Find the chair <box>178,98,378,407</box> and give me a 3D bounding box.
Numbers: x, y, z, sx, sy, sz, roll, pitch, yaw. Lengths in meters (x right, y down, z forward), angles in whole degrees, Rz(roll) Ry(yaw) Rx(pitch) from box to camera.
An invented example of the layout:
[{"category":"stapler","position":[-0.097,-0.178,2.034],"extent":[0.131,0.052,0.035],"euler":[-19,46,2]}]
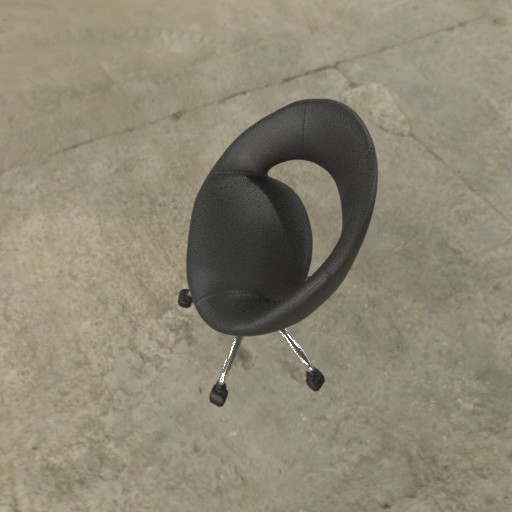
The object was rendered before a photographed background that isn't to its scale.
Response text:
[{"category":"chair","position":[0.000,0.000,1.181],"extent":[0.538,0.791,0.612],"euler":[0,58,0]}]
